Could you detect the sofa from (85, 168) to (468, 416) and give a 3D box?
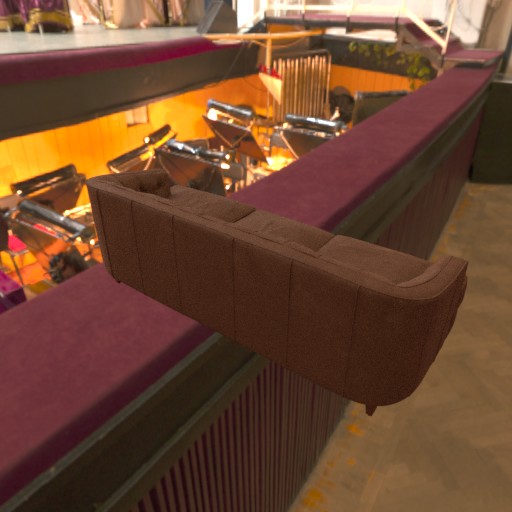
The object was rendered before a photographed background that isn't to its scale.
[{"bbox_3d":[0.000,0.000,2.665,2.227,0.787,0.927,21,36,31],"label":"sofa"}]
